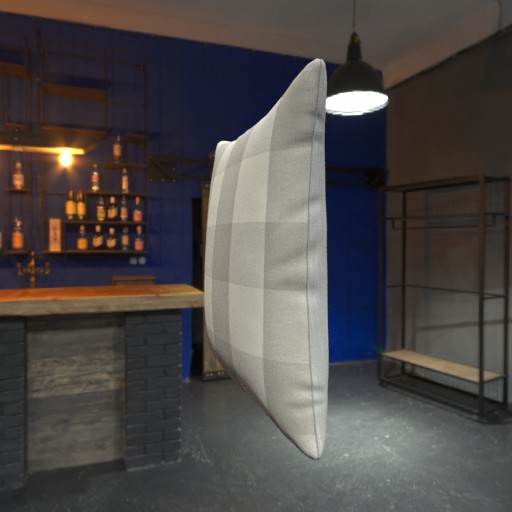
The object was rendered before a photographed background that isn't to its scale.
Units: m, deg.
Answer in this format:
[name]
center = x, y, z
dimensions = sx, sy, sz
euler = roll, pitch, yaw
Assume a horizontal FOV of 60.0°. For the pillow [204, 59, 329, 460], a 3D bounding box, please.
[pillow]
center = 0.000, 0.000, 0.797
dimensions = 0.161, 0.509, 0.511
euler = -1, 2, -18
